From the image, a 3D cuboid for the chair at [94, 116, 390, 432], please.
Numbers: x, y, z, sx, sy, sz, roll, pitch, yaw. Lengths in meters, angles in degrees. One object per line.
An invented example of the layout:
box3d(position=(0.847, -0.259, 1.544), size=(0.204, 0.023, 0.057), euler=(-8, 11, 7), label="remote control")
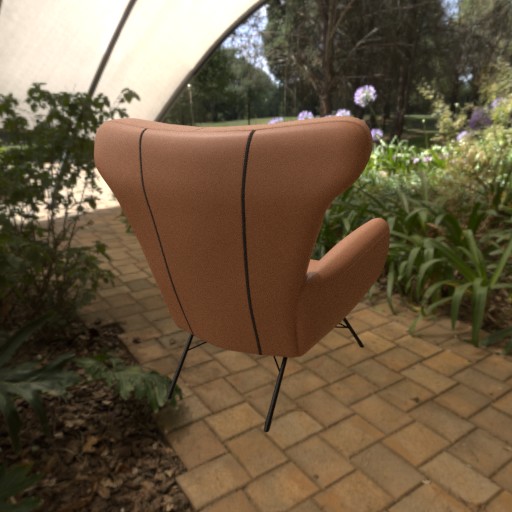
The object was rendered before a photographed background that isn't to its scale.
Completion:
box3d(position=(0.000, 0.000, 1.767), size=(0.980, 1.050, 0.900), euler=(8, 18, 26), label="chair")
